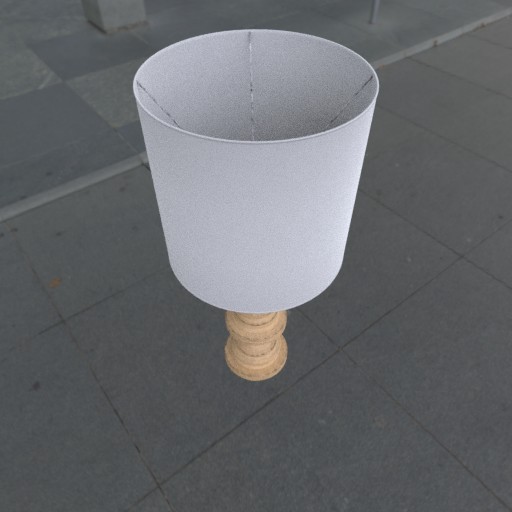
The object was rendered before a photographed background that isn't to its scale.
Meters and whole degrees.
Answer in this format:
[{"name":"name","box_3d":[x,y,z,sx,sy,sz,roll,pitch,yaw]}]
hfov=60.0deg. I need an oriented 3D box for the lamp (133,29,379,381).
[{"name":"lamp","box_3d":[0.000,0.000,0.548,0.208,0.455,0.208,-17,49,-15]}]
